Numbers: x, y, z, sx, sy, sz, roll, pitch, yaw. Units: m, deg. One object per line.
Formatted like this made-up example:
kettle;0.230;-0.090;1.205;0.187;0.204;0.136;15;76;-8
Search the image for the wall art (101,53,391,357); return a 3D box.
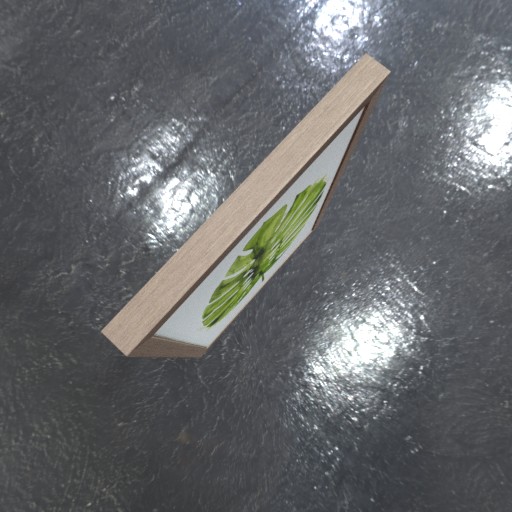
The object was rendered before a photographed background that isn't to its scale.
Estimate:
wall art;0.000;0.000;0.647;0.032;0.510;0.358;41;80;9
